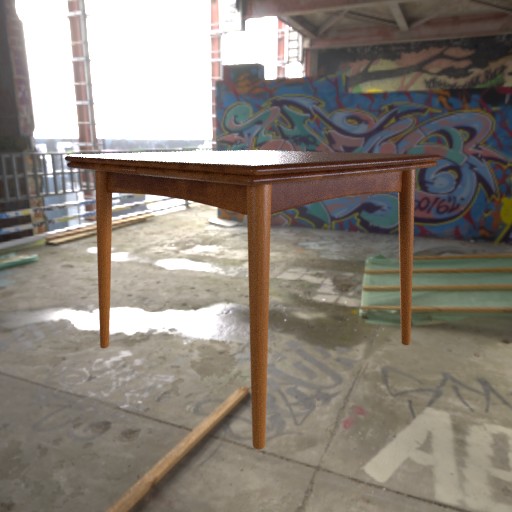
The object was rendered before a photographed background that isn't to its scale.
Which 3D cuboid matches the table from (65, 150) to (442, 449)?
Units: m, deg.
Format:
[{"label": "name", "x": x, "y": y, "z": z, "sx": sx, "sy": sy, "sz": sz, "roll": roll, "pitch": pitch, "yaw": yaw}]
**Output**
[{"label": "table", "x": 0.000, "y": 0.000, "z": 1.695, "sx": 0.991, "sy": 0.754, "sz": 0.991, "roll": 14, "pitch": 20, "yaw": 42}]
